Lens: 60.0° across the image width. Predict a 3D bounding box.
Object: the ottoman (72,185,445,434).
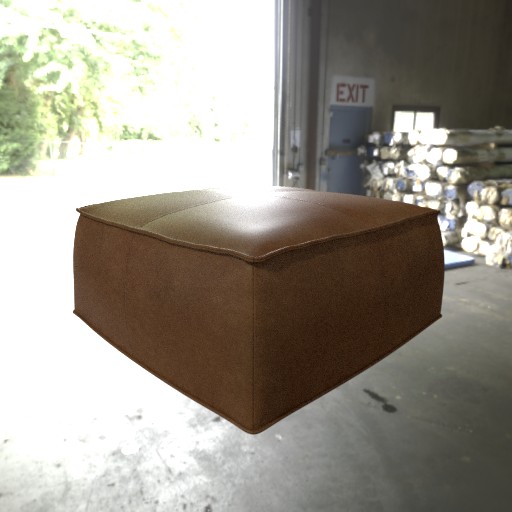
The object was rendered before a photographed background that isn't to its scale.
[{"bbox_3d":[0.000,0.000,1.388,0.901,0.395,0.902,-14,21,-42],"label":"ottoman"}]
